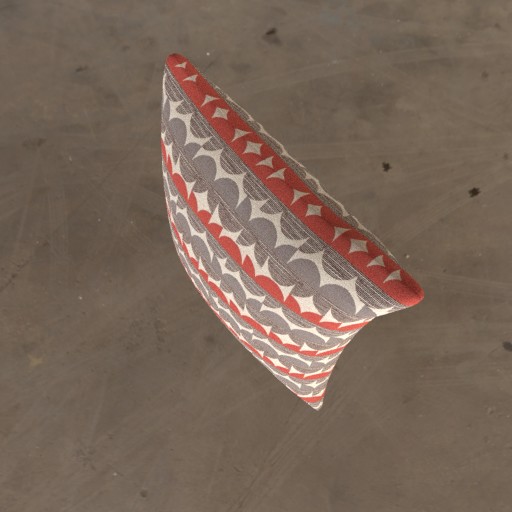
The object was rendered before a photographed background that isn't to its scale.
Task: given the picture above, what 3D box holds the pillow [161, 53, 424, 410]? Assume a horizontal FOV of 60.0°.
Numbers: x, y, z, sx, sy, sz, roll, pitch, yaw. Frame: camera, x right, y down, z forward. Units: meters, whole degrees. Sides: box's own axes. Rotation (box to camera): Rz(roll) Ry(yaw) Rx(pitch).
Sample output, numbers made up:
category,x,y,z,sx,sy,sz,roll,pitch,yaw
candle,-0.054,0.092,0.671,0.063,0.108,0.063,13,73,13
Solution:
category,x,y,z,sx,sy,sz,roll,pitch,yaw
pillow,0.000,0.000,0.642,0.180,0.410,0.420,-35,68,-16
